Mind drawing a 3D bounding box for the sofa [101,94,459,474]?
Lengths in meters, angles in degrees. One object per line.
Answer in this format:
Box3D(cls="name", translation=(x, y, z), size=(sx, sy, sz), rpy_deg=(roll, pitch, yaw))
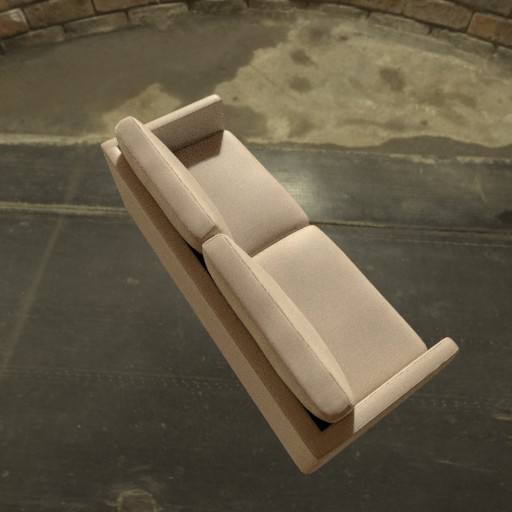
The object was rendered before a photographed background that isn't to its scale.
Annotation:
Box3D(cls="sofa", translation=(0.000, 0.000, 2.811), size=(0.951, 0.968, 2.361), rpy_deg=(-30, 63, -17))
